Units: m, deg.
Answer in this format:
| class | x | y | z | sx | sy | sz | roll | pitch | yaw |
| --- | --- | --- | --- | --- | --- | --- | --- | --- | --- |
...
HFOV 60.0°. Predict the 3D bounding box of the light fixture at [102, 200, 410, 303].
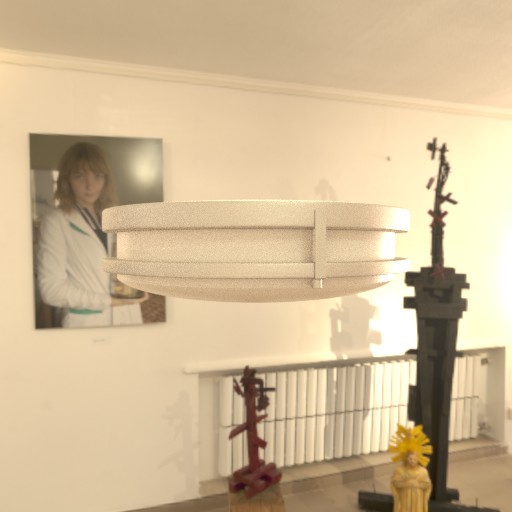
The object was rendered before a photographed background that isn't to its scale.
| class | x | y | z | sx | sy | sz | roll | pitch | yaw |
| --- | --- | --- | --- | --- | --- | --- | --- | --- | --- |
| light fixture | 0.000 | 0.000 | 0.541 | 0.356 | 0.102 | 0.356 | 0 | 1 | 0 |
